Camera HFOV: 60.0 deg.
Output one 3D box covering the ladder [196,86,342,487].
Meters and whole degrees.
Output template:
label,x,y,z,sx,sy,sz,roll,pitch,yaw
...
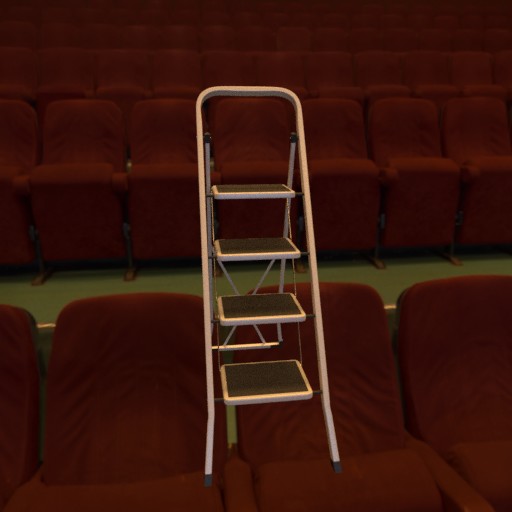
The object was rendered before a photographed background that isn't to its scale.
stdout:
label,x,y,z,sx,sy,sz,roll,pitch,yaw
ladder,0.000,0.000,1.712,0.460,1.265,0.914,-2,16,-7
